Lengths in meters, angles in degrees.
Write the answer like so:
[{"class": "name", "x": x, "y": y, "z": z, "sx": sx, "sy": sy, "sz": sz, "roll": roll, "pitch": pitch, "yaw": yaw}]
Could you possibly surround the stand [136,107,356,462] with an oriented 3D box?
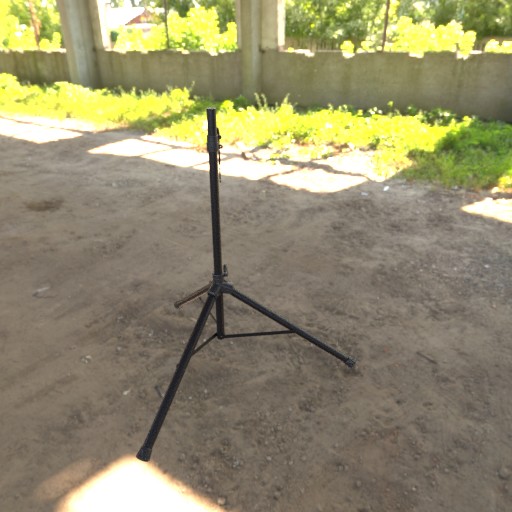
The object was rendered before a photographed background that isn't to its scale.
[{"class": "stand", "x": 0.000, "y": 0.000, "z": 1.777, "sx": 0.907, "sy": 1.136, "sz": 1.045, "roll": 0, "pitch": 26, "yaw": 0}]
